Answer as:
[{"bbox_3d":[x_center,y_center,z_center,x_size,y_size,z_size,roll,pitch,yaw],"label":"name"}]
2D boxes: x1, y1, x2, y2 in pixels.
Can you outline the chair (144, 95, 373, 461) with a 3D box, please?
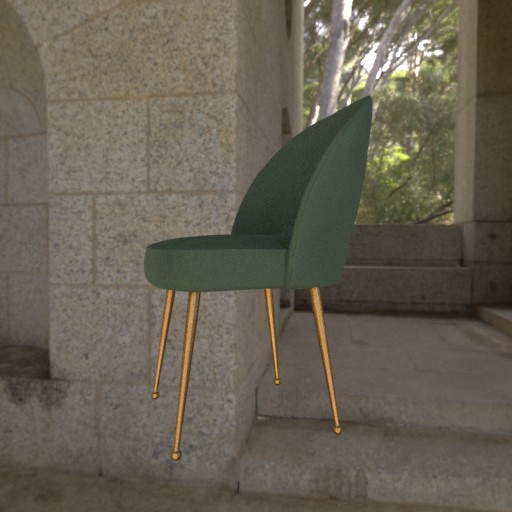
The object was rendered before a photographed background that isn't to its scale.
[{"bbox_3d":[0.000,0.000,1.202,0.577,0.860,0.527,-1,2,-19],"label":"chair"}]
